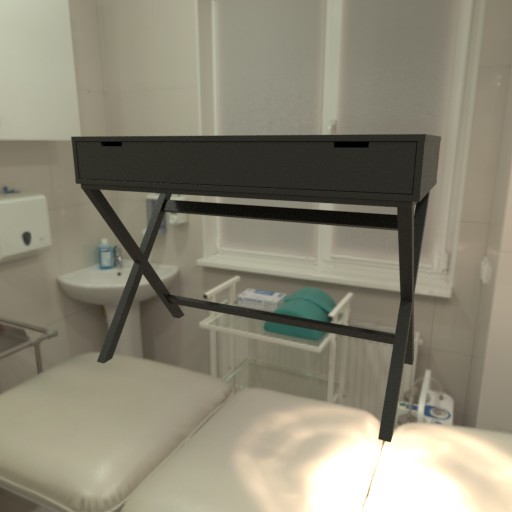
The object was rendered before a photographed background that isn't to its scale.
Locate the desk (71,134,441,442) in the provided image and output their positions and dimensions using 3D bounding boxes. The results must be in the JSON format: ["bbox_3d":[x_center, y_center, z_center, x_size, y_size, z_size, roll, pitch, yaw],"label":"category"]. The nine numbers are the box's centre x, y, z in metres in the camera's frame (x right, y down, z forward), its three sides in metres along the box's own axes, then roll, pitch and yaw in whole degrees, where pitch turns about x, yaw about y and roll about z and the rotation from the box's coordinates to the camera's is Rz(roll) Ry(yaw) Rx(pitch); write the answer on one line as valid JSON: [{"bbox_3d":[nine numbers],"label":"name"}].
[{"bbox_3d":[0.000,0.000,1.499,1.057,0.780,0.504,7,16,25],"label":"desk"}]
